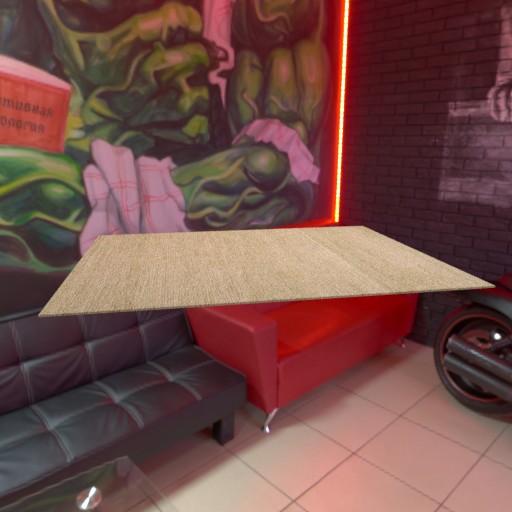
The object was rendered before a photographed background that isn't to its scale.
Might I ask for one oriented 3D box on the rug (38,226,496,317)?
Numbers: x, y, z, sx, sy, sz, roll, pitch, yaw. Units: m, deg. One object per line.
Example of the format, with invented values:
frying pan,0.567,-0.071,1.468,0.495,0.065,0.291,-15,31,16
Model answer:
rug,0.000,0.000,4.183,3.198,0.016,2.425,-3,15,-10
